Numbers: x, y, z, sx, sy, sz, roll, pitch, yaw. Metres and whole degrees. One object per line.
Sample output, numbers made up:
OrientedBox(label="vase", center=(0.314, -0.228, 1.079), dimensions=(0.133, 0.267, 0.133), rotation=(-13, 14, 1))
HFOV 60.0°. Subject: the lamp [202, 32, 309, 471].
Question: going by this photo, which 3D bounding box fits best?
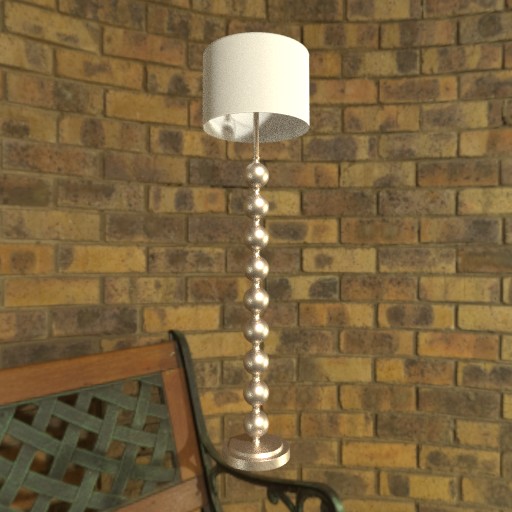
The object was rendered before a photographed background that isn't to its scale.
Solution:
OrientedBox(label="lamp", center=(0.000, 0.000, 1.643), dimensions=(0.394, 1.474, 0.394), rotation=(0, 0, 17))
